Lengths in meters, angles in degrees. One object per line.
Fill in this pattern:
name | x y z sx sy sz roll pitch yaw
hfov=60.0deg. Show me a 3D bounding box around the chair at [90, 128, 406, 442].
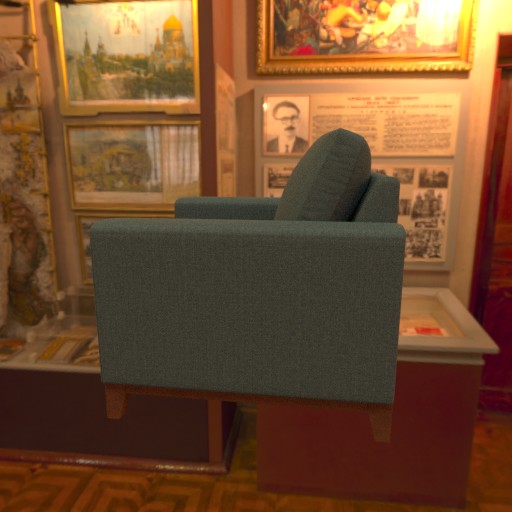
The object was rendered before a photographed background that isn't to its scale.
chair | 0.000 0.000 1.895 1.038 1.010 1.024 2 13 8
